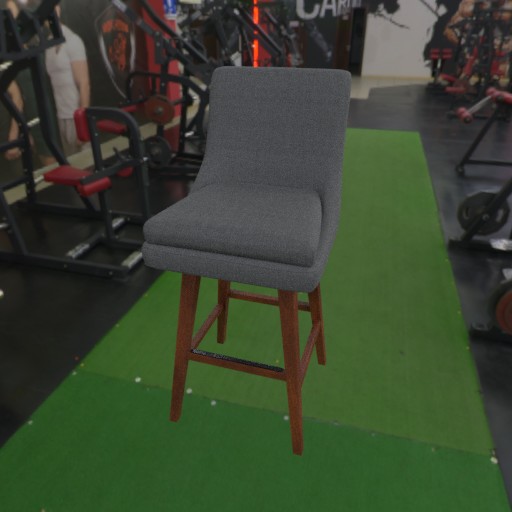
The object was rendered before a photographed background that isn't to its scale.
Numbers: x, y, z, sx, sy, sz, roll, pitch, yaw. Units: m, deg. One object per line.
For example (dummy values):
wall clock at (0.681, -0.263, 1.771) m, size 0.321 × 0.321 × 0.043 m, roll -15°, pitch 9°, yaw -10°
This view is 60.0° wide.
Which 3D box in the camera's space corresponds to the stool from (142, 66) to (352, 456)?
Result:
stool at (0.000, 0.000, 1.291) m, size 0.447 × 0.977 × 0.524 m, roll 8°, pitch 29°, yaw 15°
